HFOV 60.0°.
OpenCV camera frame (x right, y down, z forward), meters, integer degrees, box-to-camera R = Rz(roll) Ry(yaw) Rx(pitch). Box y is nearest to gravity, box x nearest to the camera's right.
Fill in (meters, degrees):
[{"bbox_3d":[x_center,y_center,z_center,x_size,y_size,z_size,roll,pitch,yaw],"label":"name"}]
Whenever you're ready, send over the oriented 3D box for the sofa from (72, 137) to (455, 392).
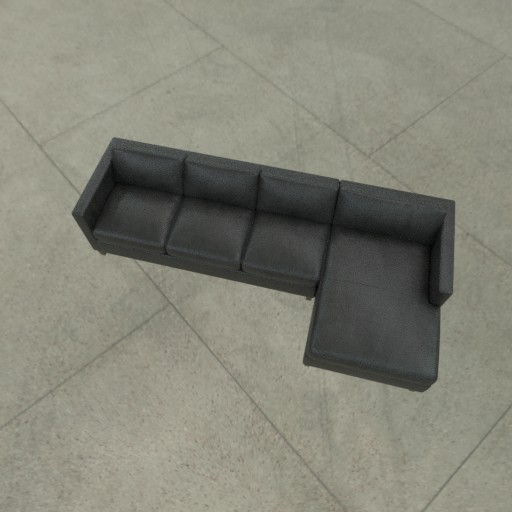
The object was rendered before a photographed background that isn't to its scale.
[{"bbox_3d":[0.000,0.000,3.923,3.203,0.883,1.581,12,61,7],"label":"sofa"}]
